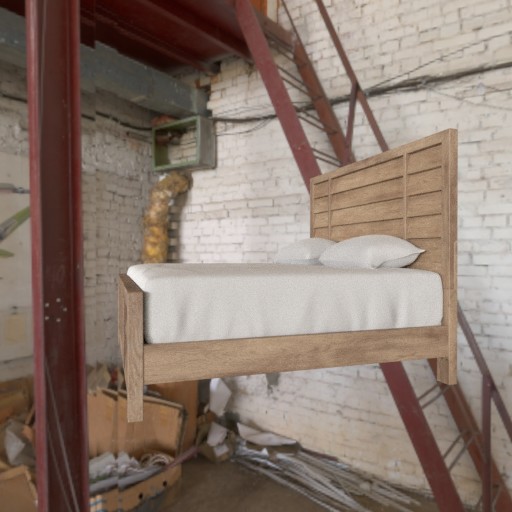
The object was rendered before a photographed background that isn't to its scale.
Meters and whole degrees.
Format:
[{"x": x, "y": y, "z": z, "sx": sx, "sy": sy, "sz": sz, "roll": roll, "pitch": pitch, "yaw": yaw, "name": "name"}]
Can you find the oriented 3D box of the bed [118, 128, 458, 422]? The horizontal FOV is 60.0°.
[{"x": 0.000, "y": 0.000, "z": 3.462, "sx": 2.032, "sy": 1.626, "sz": 2.032, "roll": 0, "pitch": 0, "yaw": -19, "name": "bed"}]
